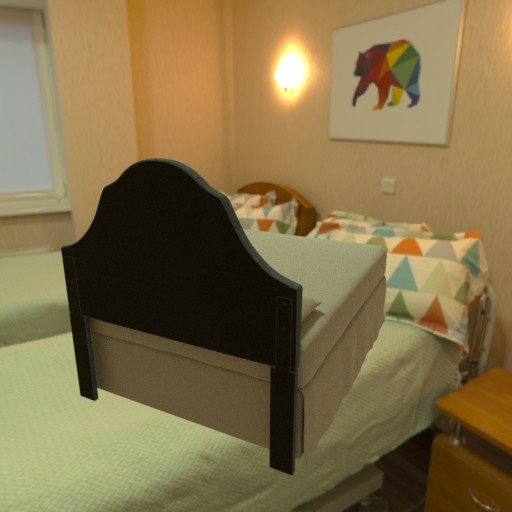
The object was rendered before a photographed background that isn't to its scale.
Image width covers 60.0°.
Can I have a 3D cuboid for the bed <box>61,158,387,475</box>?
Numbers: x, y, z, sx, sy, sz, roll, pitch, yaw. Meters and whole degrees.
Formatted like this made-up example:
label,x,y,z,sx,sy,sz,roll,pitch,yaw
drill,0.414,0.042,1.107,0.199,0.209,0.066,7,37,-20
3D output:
label,x,y,z,sx,sy,sz,roll,pitch,yaw
bed,0.000,0.000,3.300,1.636,1.575,2.155,9,19,26
